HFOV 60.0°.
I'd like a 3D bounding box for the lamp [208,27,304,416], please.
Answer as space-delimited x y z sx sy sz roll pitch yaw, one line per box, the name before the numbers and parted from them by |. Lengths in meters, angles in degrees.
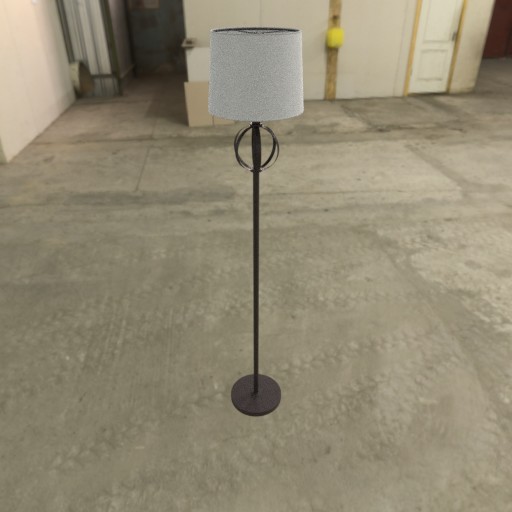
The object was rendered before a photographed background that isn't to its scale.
lamp | 0.000 0.000 1.606 0.286 1.462 0.286 12 33 19
